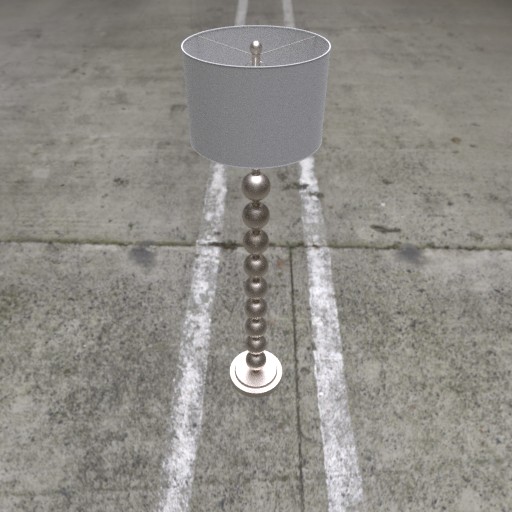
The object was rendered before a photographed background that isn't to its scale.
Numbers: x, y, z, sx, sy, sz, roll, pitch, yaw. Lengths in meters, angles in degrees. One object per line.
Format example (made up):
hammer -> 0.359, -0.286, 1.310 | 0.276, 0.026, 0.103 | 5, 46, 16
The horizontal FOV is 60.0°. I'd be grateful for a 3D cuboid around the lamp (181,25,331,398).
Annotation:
lamp -> 0.000, 0.000, 1.637 | 0.394, 1.474, 0.394 | 0, 40, 0
